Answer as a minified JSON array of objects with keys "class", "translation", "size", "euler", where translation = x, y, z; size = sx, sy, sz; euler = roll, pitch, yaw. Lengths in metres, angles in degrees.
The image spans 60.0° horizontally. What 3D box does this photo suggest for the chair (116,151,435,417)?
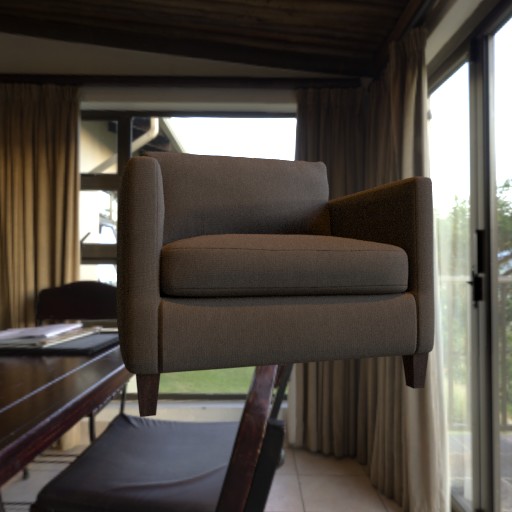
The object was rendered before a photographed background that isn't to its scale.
[{"class":"chair","translation":[0.000,0.000,1.858],"size":[1.107,0.963,0.959],"euler":[0,-1,-18]}]
